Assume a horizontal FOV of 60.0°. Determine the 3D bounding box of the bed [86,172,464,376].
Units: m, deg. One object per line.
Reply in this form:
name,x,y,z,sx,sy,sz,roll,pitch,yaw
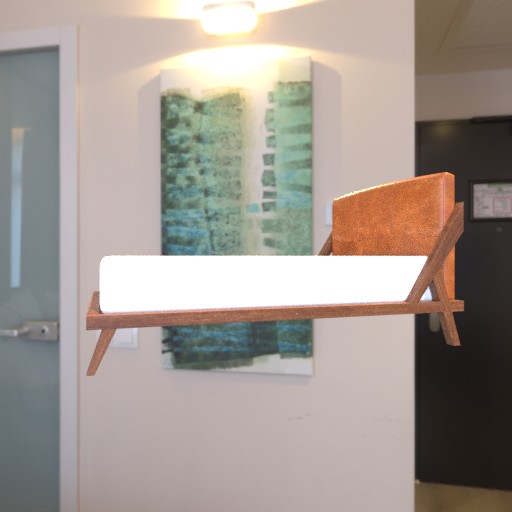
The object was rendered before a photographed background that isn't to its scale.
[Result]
bed,0.000,0.000,3.307,2.311,1.168,1.651,0,0,-19
